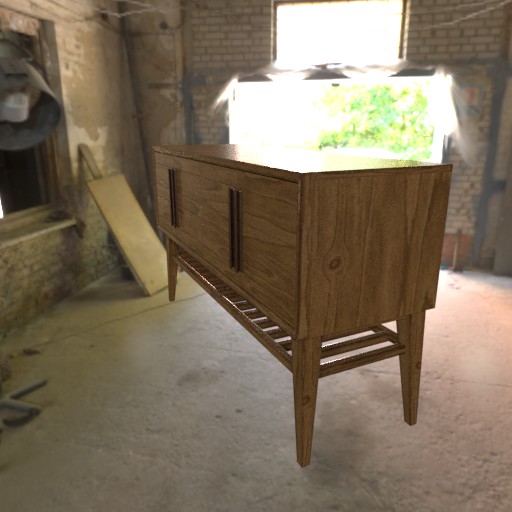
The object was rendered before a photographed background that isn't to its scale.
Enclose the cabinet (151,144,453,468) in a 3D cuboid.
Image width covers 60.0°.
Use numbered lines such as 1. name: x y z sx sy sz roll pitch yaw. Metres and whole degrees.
1. cabinet: 0.000 0.000 1.756 0.477 0.802 1.363 -8 18 -25
